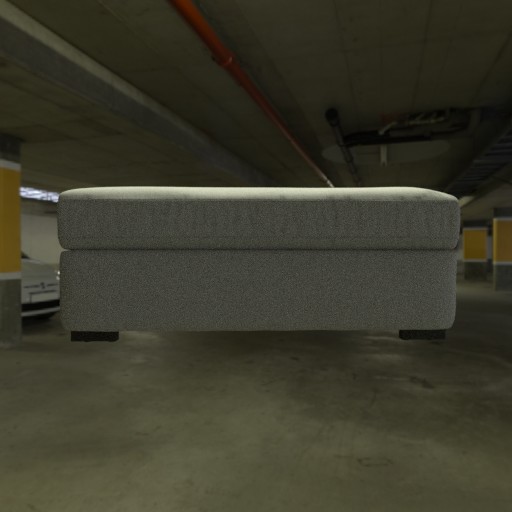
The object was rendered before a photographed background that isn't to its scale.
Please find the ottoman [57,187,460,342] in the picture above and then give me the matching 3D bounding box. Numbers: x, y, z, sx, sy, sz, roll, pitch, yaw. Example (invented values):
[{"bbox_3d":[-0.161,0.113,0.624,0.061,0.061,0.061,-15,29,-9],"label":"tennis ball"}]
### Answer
[{"bbox_3d":[0.000,0.000,1.794,1.163,0.482,1.167,0,0,-2],"label":"ottoman"}]
